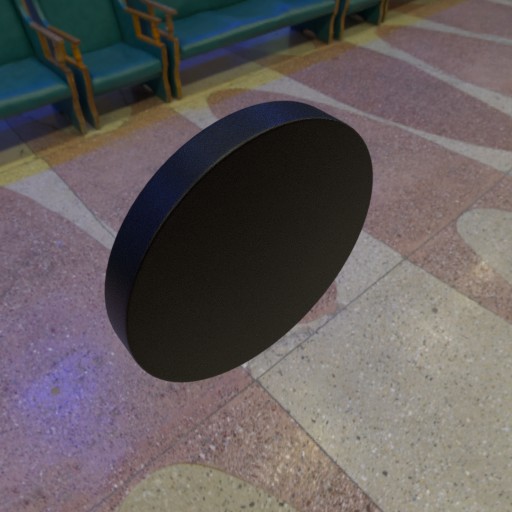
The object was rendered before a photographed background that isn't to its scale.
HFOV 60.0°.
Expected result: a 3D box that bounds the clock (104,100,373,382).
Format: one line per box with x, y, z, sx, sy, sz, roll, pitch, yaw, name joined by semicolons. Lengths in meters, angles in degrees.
0.000;0.000;0.463;0.314;0.314;0.040;-30;53;-26;clock
